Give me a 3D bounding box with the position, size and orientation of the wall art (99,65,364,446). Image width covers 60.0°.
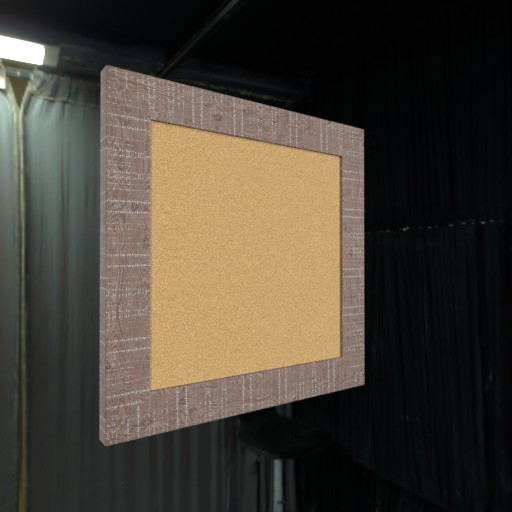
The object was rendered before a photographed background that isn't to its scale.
[{"bbox_3d":[0.000,0.000,0.781,0.531,0.531,0.029,0,-1,-35],"label":"wall art"}]
